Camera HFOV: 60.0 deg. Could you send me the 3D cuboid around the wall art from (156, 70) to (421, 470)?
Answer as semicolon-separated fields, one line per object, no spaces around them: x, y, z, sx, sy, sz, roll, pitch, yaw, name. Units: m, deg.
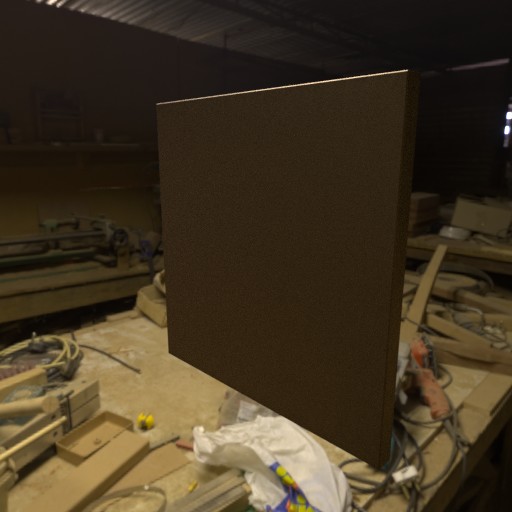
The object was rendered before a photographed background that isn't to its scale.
0.000;0.000;0.725;0.030;0.506;0.503;-13;18;-43;wall art
